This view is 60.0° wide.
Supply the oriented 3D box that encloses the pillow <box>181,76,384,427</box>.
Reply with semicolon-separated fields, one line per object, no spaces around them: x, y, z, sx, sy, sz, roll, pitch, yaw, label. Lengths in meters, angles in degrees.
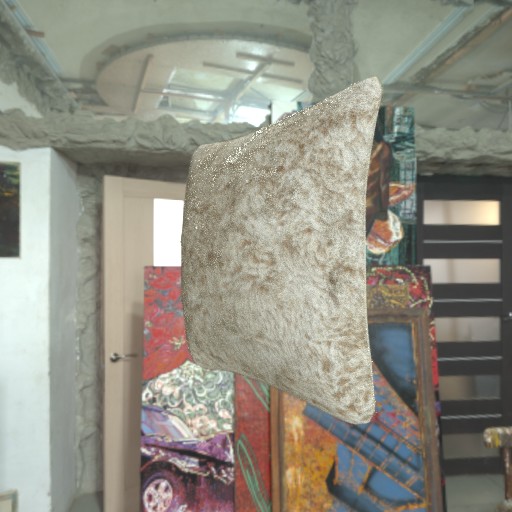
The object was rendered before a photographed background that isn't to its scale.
0.000;0.000;0.826;0.216;0.525;0.538;0;0;-36;pillow
